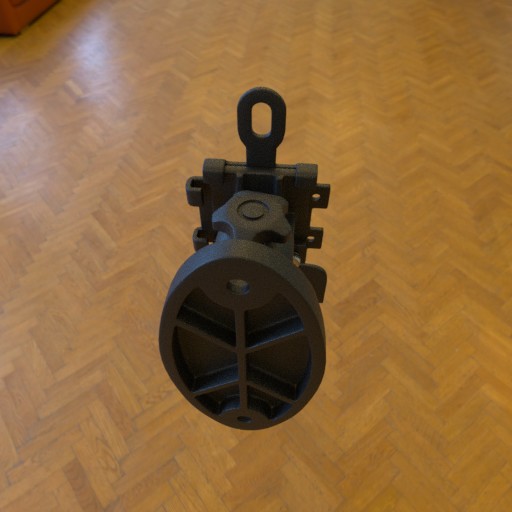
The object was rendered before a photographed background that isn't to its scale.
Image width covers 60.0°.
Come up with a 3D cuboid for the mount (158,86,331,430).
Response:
[{"bbox_3d":[0.000,0.000,0.176,0.066,0.118,0.100,4,48,3],"label":"mount"}]
